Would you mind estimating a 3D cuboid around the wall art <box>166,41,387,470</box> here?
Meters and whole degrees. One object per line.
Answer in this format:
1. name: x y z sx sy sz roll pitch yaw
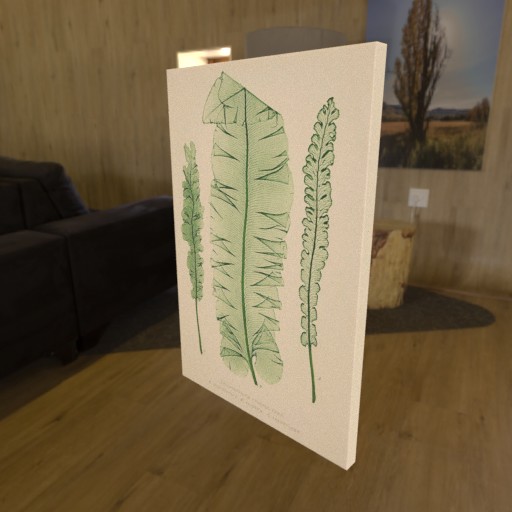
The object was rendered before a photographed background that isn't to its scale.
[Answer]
1. wall art: 0.000 0.000 1.118 0.610 0.914 0.038 15 22 40
